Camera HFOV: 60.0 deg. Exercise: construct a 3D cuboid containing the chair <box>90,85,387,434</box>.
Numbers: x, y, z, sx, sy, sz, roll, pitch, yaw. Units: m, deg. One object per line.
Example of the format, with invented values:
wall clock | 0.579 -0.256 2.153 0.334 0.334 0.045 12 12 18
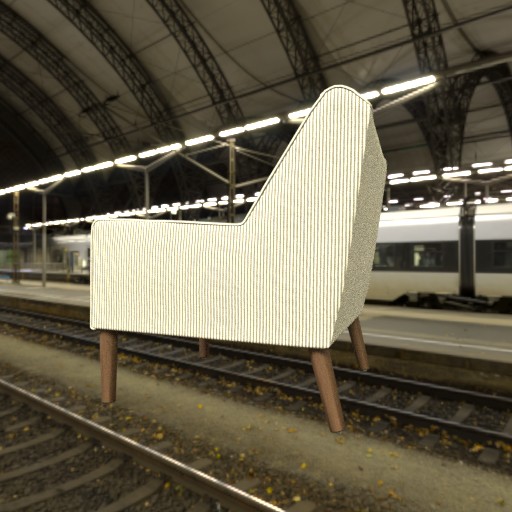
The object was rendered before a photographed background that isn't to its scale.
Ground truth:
chair | 0.000 0.000 1.360 0.743 0.792 0.663 0 0 19
